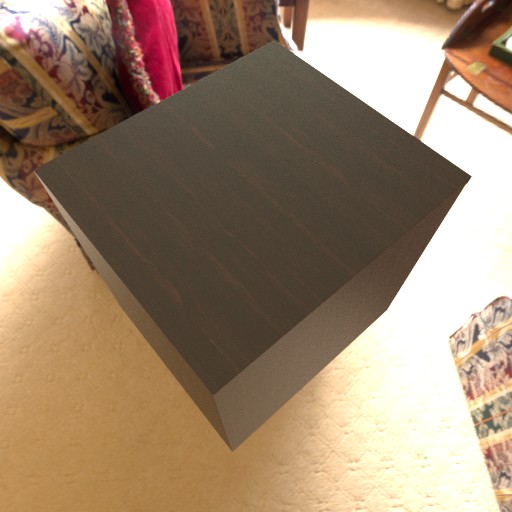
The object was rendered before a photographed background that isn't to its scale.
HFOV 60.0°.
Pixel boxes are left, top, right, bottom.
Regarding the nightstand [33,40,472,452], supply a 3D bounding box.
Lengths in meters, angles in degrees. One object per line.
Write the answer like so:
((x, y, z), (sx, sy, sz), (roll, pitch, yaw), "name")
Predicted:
((0.000, 0.000, 0.804), (0.461, 0.460, 0.400), (-37, 66, -20), "nightstand")
